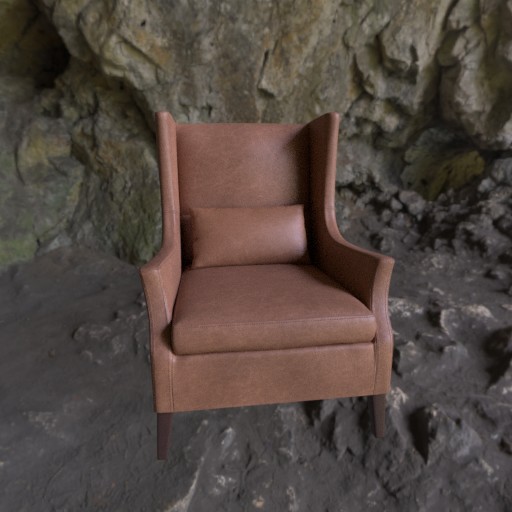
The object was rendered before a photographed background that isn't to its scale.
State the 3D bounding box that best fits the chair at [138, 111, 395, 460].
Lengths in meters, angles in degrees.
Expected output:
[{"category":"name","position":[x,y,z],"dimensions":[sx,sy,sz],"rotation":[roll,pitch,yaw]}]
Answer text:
[{"category":"chair","position":[0.000,0.000,1.727],"dimensions":[0.815,1.088,0.913],"rotation":[-2,15,-8]}]
